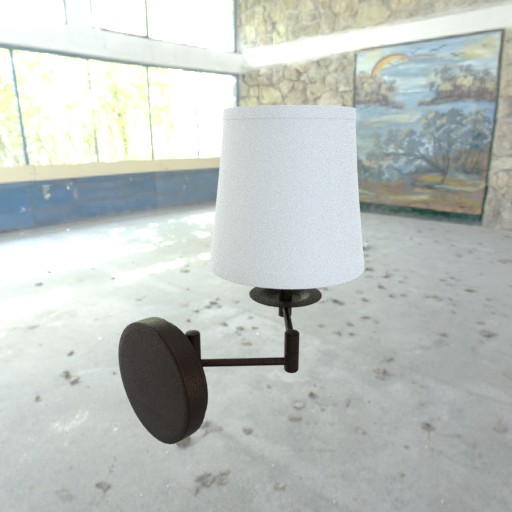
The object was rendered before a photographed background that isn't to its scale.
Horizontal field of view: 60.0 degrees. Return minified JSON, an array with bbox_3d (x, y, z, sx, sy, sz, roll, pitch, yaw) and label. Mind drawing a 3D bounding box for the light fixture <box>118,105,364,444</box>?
[{"bbox_3d":[0.000,0.000,0.269,0.100,0.172,0.157,14,21,43],"label":"light fixture"}]
